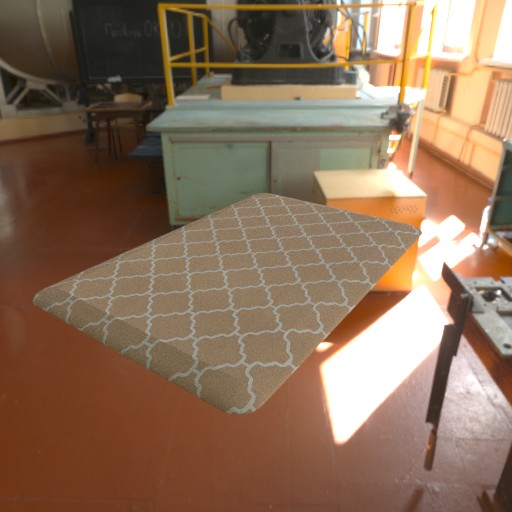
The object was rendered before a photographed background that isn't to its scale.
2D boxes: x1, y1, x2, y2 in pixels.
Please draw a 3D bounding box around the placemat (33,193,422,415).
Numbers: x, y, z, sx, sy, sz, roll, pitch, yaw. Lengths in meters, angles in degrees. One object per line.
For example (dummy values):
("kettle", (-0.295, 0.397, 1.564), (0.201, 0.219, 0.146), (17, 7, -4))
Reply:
("placemat", (0.000, 0.000, 0.961), (0.508, 0.021, 0.762), (18, 31, 31))
